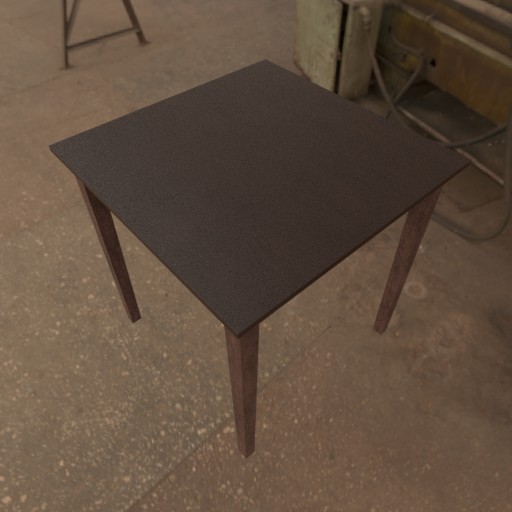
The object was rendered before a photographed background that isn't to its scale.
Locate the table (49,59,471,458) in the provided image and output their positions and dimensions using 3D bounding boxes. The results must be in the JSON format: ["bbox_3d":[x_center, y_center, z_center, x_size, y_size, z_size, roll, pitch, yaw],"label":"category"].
[{"bbox_3d":[0.000,0.000,1.393,0.749,0.770,0.749,-33,56,-27],"label":"table"}]
